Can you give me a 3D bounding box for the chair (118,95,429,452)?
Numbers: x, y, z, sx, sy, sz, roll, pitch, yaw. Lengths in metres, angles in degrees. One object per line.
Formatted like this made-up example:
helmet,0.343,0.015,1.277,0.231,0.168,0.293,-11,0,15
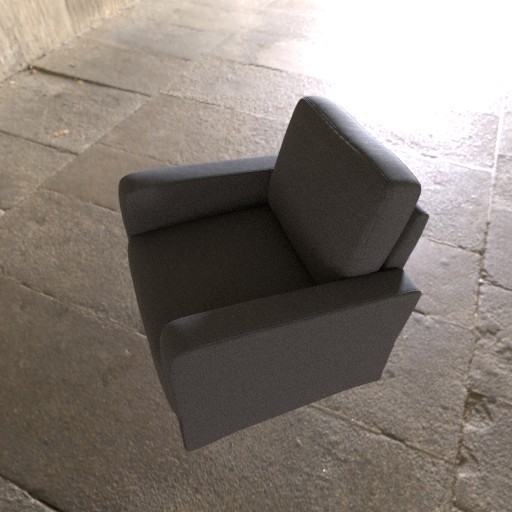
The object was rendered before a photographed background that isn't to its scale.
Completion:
chair,0.000,0.000,1.528,0.863,0.855,0.798,-16,49,-14
